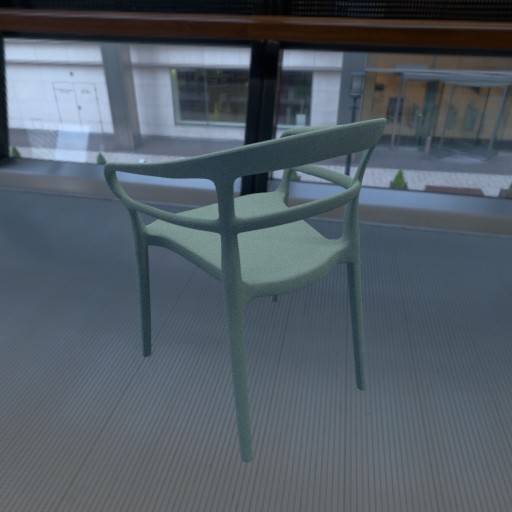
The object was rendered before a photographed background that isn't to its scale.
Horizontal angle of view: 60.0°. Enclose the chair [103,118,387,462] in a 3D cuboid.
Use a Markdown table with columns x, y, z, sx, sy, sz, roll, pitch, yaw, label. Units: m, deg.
| x | y | z | sx | sy | sz | roll | pitch | yaw | label |
| --- | --- | --- | --- | --- | --- | --- | --- | --- | --- |
| 0.000 | 0.000 | 1.132 | 0.559 | 0.761 | 0.527 | -19 | 35 | -30 | chair |
